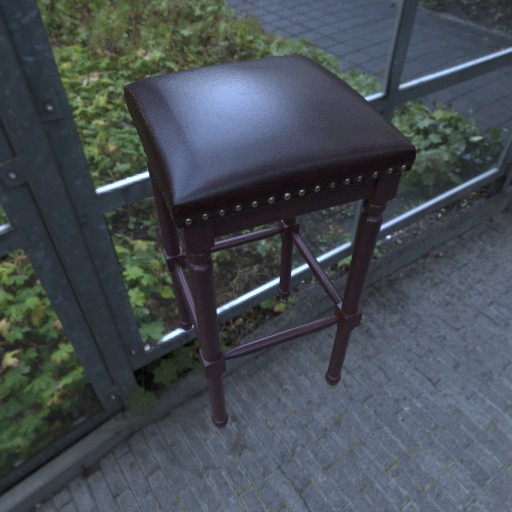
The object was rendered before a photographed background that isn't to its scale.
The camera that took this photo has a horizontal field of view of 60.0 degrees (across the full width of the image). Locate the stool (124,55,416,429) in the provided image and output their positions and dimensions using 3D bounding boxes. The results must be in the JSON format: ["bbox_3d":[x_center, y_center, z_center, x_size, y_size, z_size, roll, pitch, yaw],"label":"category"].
[{"bbox_3d":[0.000,0.000,0.976,0.382,0.768,0.383,-16,47,-15],"label":"stool"}]
